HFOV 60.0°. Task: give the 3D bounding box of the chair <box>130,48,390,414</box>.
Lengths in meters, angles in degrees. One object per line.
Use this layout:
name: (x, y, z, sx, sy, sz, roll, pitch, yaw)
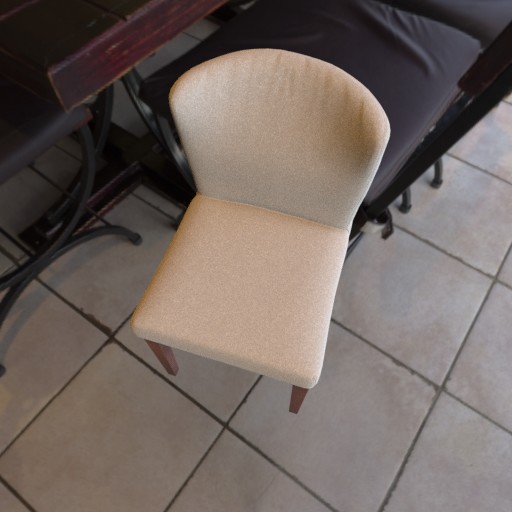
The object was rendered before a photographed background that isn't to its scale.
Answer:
chair: (0.000, 0.000, 1.192, 0.491, 0.839, 0.592, 15, 60, 9)
